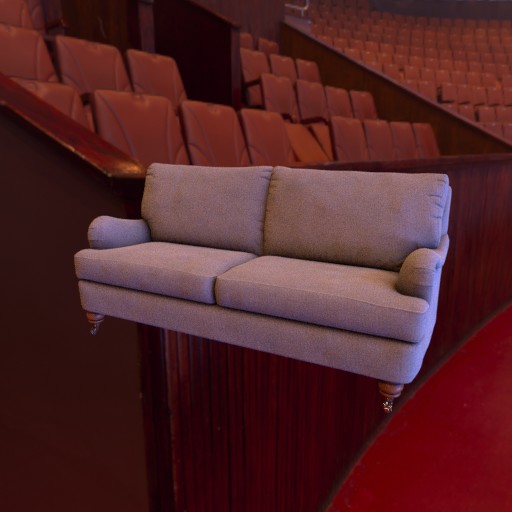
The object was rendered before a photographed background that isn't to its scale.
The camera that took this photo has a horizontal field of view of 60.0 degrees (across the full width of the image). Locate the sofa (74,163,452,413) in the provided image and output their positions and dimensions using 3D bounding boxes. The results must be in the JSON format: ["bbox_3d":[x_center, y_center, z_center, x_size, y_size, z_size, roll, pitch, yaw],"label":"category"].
[{"bbox_3d":[0.000,0.000,2.814,2.193,1.096,1.069,7,16,26],"label":"sofa"}]
